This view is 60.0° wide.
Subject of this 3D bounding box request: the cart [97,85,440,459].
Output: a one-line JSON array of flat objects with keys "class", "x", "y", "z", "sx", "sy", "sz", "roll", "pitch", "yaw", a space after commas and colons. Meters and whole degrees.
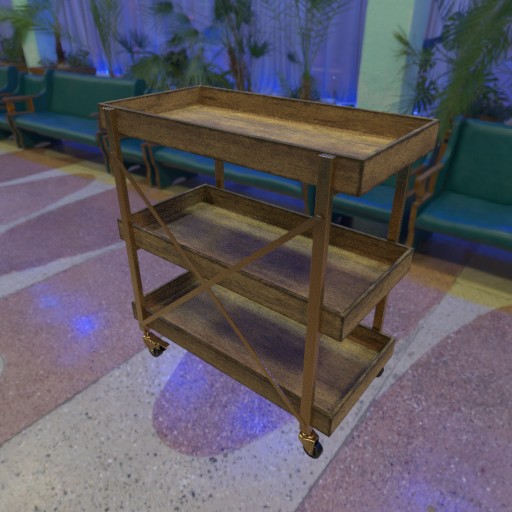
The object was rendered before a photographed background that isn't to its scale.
[{"class": "cart", "x": 0.000, "y": 0.000, "z": 1.258, "sx": 0.750, "sy": 0.799, "sz": 0.416, "roll": 22, "pitch": 36, "yaw": 33}]
